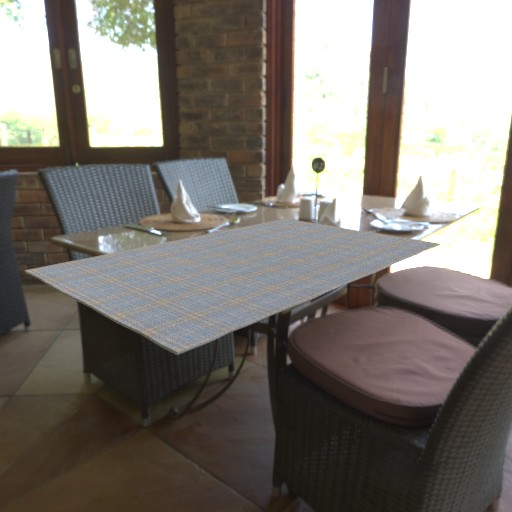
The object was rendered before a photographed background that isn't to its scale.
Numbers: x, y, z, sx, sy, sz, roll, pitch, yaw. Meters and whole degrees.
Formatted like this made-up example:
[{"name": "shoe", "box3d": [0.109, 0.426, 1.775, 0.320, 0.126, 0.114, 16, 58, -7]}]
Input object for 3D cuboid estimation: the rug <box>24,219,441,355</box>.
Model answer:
[{"name": "rug", "box3d": [0.000, 0.000, 3.021, 1.545, 0.016, 2.460, 14, 20, 42]}]
